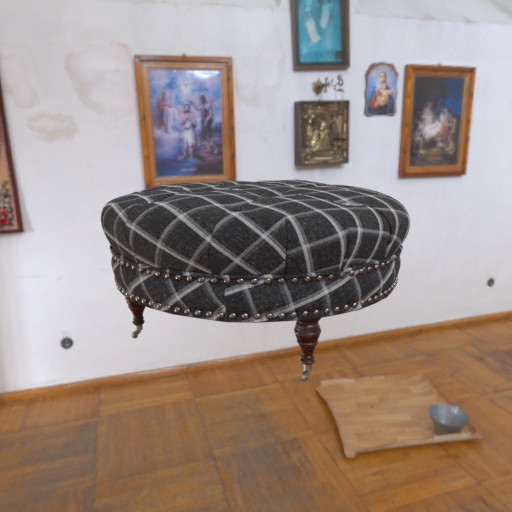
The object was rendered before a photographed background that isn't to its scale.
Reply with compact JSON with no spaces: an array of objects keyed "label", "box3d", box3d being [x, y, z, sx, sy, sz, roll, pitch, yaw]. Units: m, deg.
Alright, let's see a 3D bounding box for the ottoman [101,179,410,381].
[{"label":"ottoman","box3d":[0.000,0.000,1.380,0.901,0.439,0.901,0,14,0]}]
